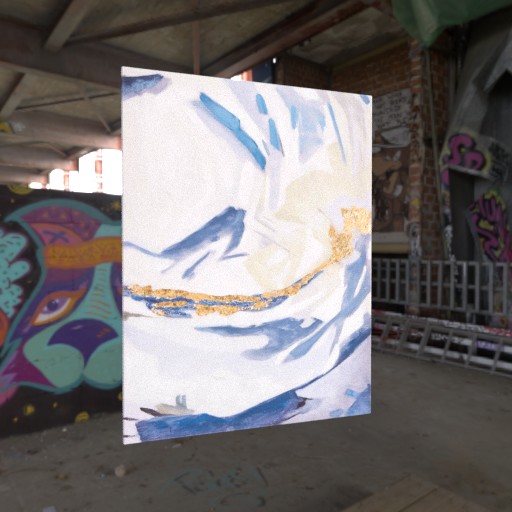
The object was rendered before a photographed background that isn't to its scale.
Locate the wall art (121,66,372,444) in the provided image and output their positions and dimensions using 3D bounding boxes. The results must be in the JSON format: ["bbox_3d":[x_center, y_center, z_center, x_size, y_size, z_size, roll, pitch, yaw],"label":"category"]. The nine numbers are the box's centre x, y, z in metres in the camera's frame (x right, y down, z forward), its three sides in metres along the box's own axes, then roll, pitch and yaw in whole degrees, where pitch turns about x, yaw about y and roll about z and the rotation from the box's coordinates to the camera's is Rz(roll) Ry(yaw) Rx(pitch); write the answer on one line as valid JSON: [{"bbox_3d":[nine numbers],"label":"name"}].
[{"bbox_3d":[0.000,0.000,1.317,0.761,1.015,0.038,0,1,-17],"label":"wall art"}]
